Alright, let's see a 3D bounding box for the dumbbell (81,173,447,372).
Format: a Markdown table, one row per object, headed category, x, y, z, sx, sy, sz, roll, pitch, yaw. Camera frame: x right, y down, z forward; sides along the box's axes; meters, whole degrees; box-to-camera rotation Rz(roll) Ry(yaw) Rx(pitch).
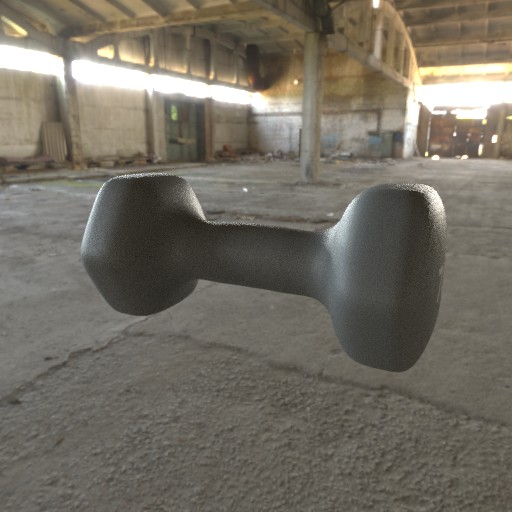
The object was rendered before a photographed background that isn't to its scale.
| category | x | y | z | sx | sy | sz | roll | pitch | yaw |
| --- | --- | --- | --- | --- | --- | --- | --- | --- | --- |
| dumbbell | 0.000 | 0.000 | 0.235 | 0.184 | 0.081 | 0.090 | 7 | 17 | 26 |
